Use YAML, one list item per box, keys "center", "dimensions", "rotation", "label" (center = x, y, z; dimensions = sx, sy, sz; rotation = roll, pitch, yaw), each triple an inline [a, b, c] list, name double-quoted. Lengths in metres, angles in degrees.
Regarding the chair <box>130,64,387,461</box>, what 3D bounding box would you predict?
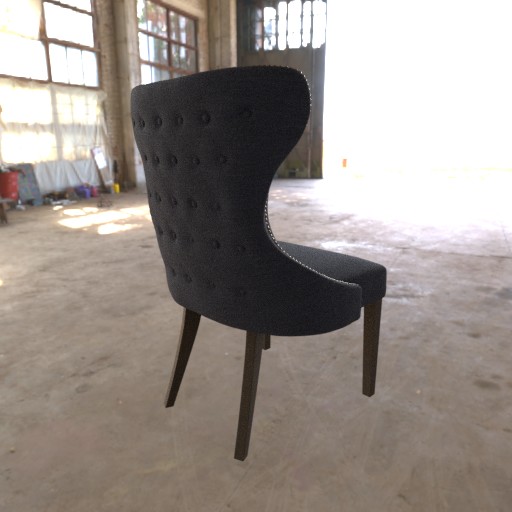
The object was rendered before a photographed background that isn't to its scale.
- center: [0.000, 0.000, 1.332]
  dimensions: [0.635, 0.967, 0.628]
  rotation: [-13, 19, -43]
  label: "chair"
